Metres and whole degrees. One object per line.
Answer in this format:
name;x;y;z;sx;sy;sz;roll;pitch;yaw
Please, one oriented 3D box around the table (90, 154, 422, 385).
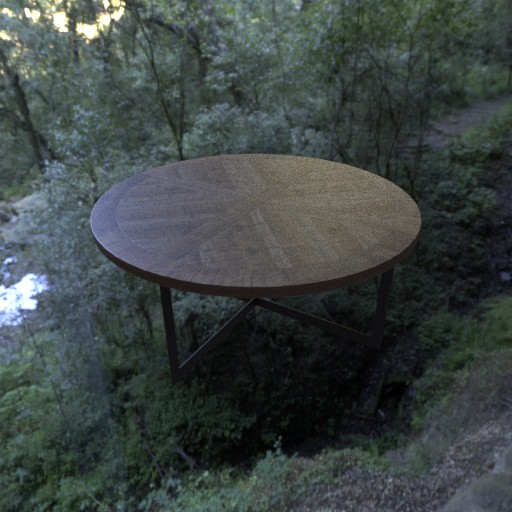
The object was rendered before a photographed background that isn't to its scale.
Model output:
table;0.000;0.000;1.899;1.264;0.516;1.264;0;30;0
